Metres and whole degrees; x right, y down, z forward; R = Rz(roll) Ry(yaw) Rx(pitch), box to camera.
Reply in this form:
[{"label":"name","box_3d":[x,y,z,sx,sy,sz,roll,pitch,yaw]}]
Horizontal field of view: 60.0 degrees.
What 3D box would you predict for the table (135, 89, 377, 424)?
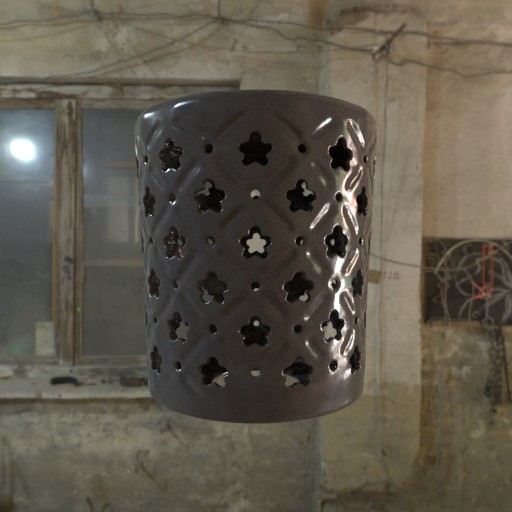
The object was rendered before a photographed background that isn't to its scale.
[{"label":"table","box_3d":[0.000,0.000,0.666,0.352,0.387,0.352,0,2,0]}]
